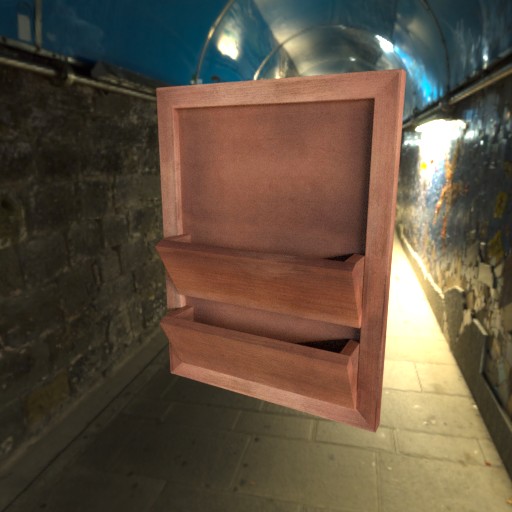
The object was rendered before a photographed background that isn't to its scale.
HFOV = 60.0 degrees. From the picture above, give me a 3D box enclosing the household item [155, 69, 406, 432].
[{"bbox_3d":[0.000,0.000,0.540,0.310,0.407,0.067,7,16,27],"label":"household item"}]
